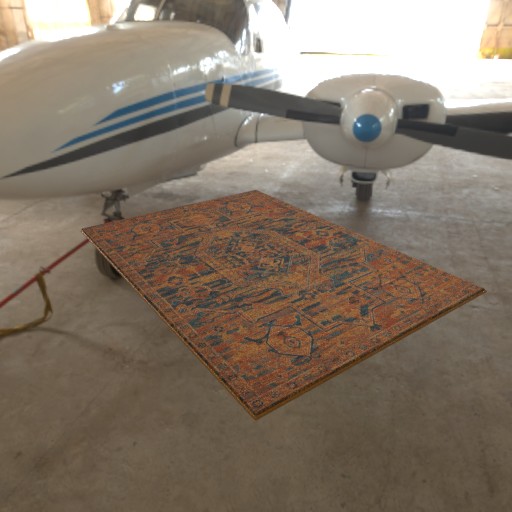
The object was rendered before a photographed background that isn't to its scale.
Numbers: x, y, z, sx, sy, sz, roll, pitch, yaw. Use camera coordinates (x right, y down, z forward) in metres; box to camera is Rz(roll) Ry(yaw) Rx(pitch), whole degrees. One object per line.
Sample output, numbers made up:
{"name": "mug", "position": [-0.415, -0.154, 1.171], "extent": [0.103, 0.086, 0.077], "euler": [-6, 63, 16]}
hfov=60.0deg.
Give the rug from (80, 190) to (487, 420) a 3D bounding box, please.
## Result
{"name": "rug", "position": [0.000, 0.000, 2.851], "extent": [1.588, 0.024, 2.204], "euler": [-18, 31, -31]}
